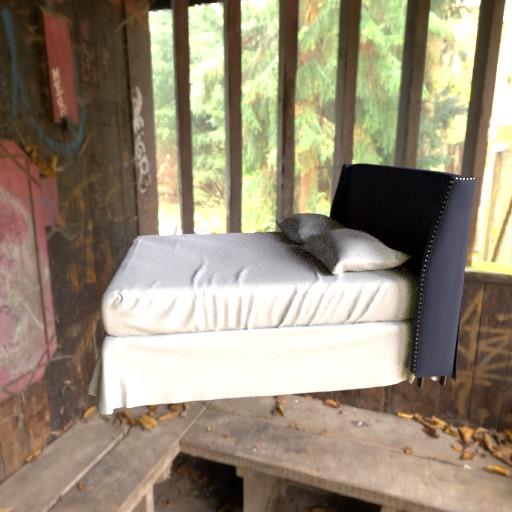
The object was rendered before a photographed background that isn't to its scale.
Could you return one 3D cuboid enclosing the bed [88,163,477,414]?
[{"bbox_3d":[0.000,0.000,3.396,2.276,1.332,1.925,-2,14,-8],"label":"bed"}]
